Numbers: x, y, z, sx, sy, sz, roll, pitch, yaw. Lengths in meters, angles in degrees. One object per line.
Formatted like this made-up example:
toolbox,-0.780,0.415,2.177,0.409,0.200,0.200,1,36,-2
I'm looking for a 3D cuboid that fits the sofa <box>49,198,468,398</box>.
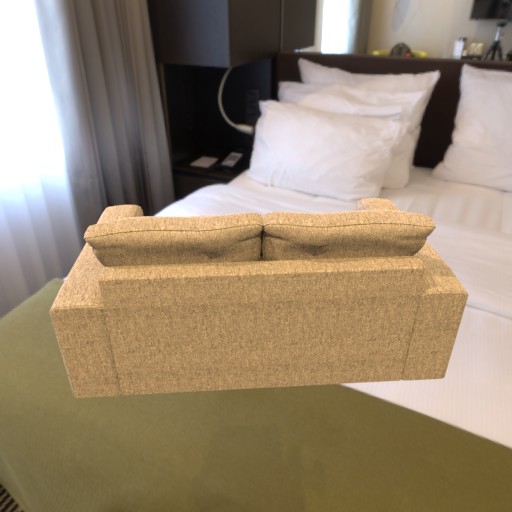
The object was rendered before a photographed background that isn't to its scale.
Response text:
sofa,0.000,0.000,2.360,1.758,0.877,1.094,-2,30,-3
